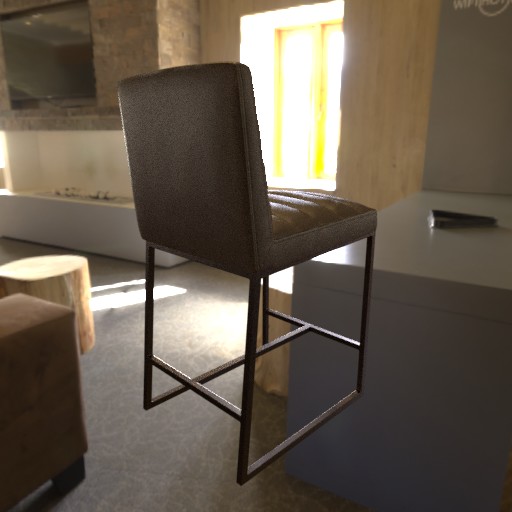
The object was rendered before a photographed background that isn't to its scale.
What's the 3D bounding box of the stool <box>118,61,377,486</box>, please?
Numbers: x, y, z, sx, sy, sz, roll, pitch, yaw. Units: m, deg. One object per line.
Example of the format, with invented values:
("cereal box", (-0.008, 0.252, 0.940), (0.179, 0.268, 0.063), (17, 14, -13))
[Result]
("stool", (0.000, 0.000, 1.258), (0.463, 0.946, 0.562), (15, 22, 43))
